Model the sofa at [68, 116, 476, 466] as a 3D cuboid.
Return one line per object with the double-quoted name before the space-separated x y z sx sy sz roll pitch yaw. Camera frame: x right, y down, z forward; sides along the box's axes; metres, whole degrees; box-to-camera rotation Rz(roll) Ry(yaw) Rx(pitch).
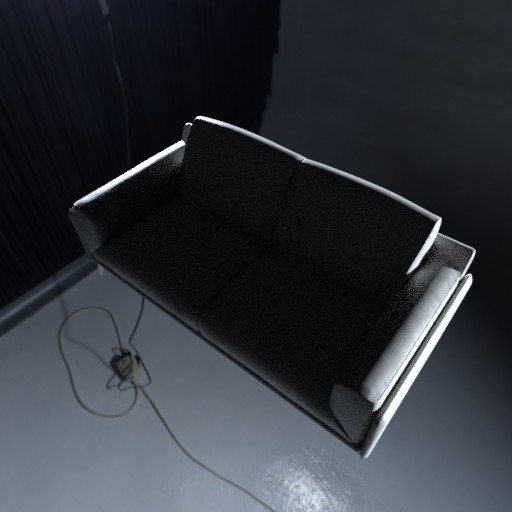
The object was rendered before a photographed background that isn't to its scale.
"sofa" 0.000 0.000 2.558 2.101 0.930 1.049 30 53 26
